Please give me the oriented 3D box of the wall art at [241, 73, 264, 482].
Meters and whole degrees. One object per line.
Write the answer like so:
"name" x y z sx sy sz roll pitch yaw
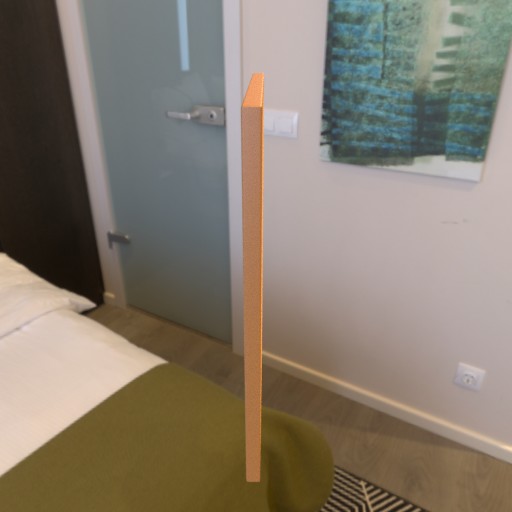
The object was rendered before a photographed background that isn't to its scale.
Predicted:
"wall art" 0.000 0.000 0.522 0.015 0.379 0.310 0 26 1
